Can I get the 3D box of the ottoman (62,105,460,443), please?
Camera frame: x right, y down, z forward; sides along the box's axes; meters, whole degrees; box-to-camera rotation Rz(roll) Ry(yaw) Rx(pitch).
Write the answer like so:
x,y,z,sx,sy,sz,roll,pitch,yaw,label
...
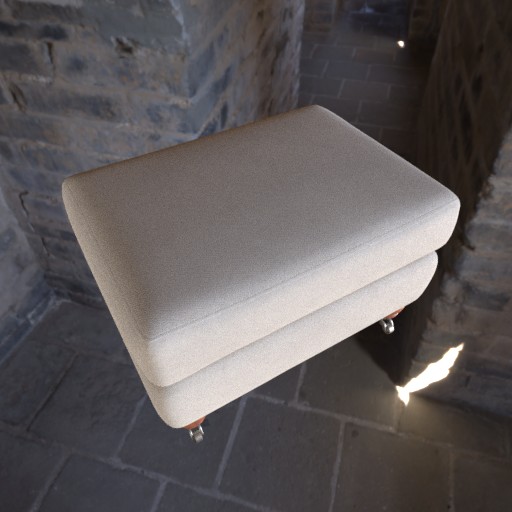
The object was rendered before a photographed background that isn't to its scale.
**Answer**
x,y,z,sx,sy,sz,roll,pitch,yaw,label
0.000,0.000,1.147,0.773,0.504,0.569,-23,49,-21,ottoman
